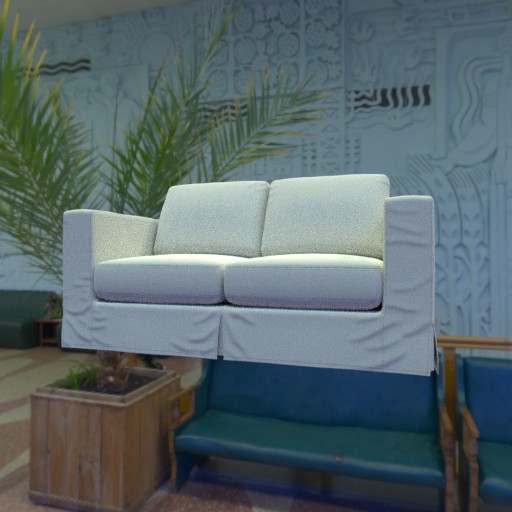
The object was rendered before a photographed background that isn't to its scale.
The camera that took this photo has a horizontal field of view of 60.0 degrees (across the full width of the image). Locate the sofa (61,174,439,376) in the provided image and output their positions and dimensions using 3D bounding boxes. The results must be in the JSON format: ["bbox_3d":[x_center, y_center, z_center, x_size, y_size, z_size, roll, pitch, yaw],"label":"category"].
[{"bbox_3d":[0.000,0.000,2.459,1.813,0.932,1.009,0,0,18],"label":"sofa"}]
